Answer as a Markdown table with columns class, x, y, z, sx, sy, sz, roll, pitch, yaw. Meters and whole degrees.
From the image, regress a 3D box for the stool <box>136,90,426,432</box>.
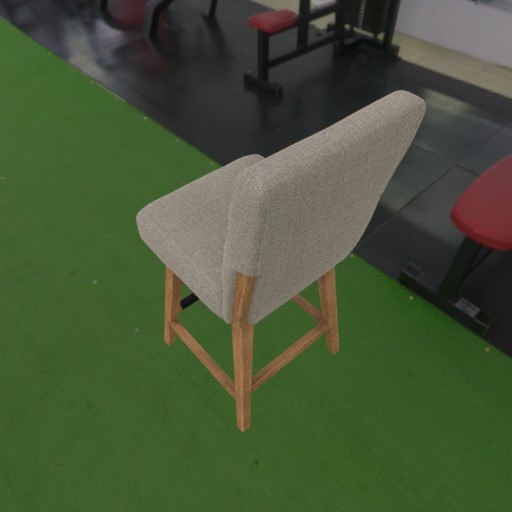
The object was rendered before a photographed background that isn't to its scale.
| class | x | y | z | sx | sy | sz | roll | pitch | yaw |
| --- | --- | --- | --- | --- | --- | --- | --- | --- | --- |
| stool | 0.000 | 0.000 | 1.243 | 0.459 | 1.010 | 0.526 | -33 | 55 | -27 |
